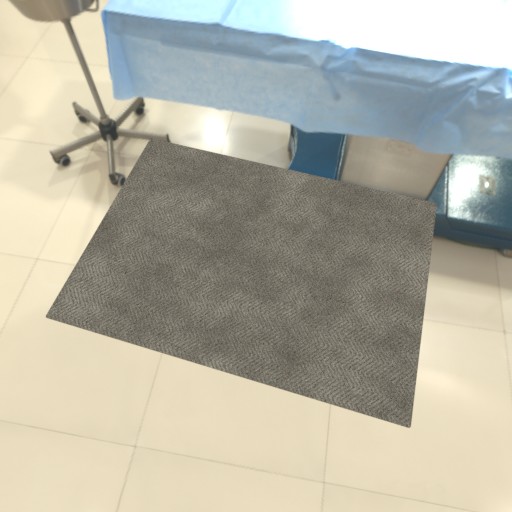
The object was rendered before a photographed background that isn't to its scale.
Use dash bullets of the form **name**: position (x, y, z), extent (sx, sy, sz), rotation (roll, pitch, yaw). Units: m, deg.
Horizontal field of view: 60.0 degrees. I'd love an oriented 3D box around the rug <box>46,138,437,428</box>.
- **rug**: position (0.000, 0.000, 2.963), extent (2.235, 0.008, 1.600), rotation (15, 60, 9)
